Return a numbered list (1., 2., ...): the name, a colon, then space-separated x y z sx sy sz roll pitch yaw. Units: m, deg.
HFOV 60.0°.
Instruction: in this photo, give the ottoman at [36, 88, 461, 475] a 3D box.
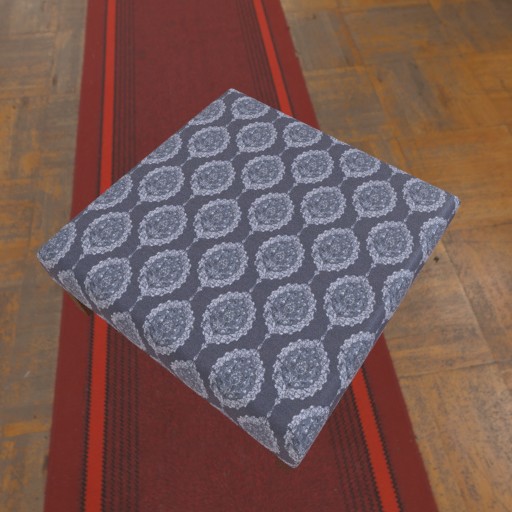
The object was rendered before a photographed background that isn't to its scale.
1. ottoman: 0.000 0.000 1.407 0.889 0.409 0.890 32 63 19
